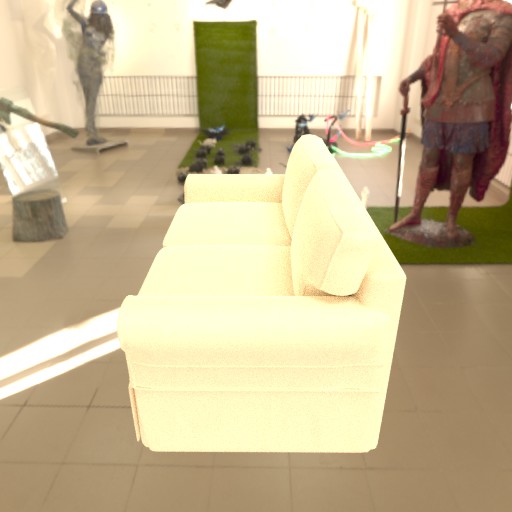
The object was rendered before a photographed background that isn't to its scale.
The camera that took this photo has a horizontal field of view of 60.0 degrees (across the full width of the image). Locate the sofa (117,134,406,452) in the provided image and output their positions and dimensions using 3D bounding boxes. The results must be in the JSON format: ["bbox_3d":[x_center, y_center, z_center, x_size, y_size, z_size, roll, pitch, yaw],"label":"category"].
[{"bbox_3d":[0.000,0.000,2.289,0.991,0.940,1.727,0,26,0],"label":"sofa"}]
